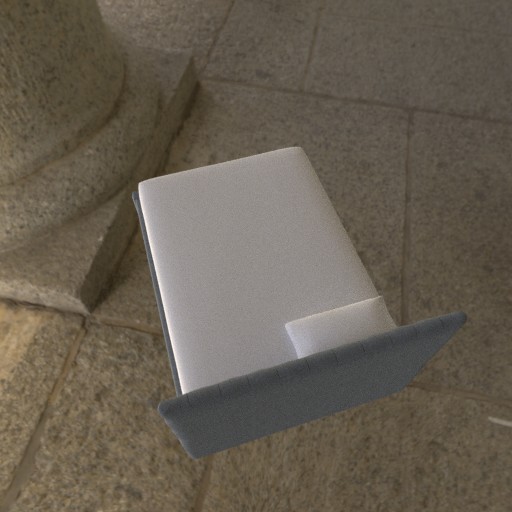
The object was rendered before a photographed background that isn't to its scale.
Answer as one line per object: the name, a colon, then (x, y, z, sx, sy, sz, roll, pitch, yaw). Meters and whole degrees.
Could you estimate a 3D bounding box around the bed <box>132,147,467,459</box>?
bed: (0.000, 0.000, 3.412, 1.698, 1.411, 2.335, -15, 59, -9)
